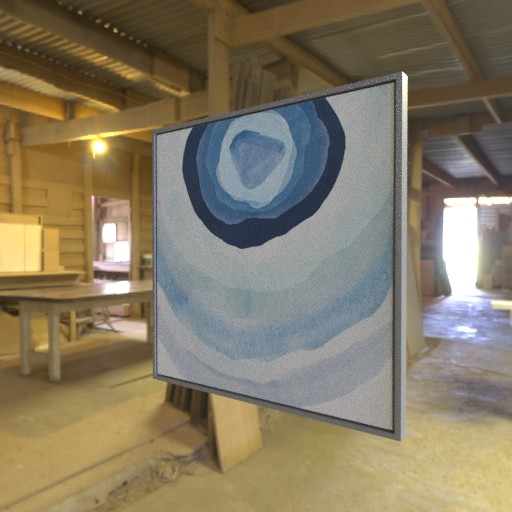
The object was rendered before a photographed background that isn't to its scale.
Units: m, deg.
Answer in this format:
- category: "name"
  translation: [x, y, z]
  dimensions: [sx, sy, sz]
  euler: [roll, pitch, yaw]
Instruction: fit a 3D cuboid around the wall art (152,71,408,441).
- category: "wall art"
  translation: [0.000, 0.000, 1.217]
  dimensions: [0.809, 0.807, 0.038]
  euler: [1, 1, 36]
